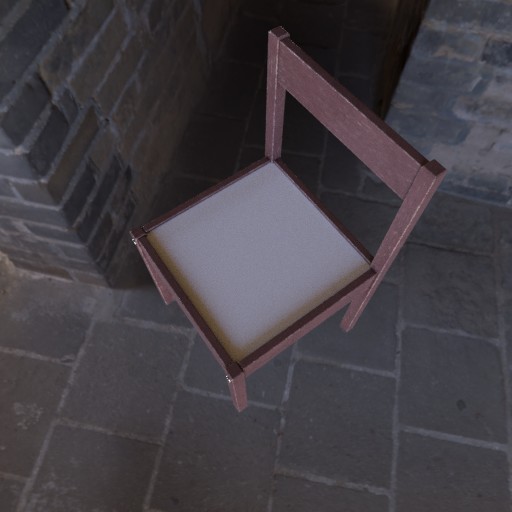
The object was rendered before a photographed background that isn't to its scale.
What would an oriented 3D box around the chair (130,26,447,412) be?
[{"bbox_3d":[0.000,0.000,0.692,0.285,0.505,0.285,-33,67,-16],"label":"chair"}]
